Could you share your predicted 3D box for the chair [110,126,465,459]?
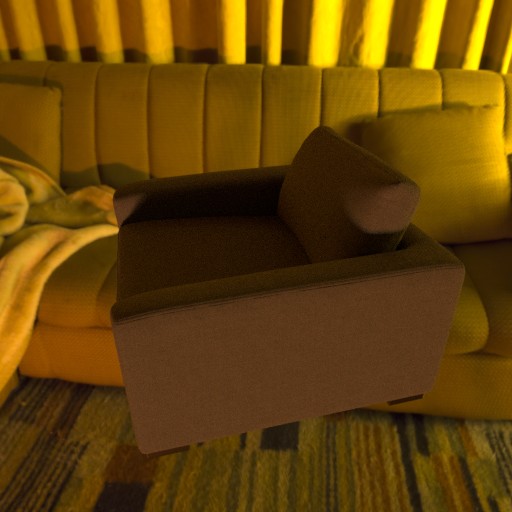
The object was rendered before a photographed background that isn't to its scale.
[{"bbox_3d":[0.000,0.000,1.795,1.100,0.847,1.070,-7,31,-13],"label":"chair"}]
